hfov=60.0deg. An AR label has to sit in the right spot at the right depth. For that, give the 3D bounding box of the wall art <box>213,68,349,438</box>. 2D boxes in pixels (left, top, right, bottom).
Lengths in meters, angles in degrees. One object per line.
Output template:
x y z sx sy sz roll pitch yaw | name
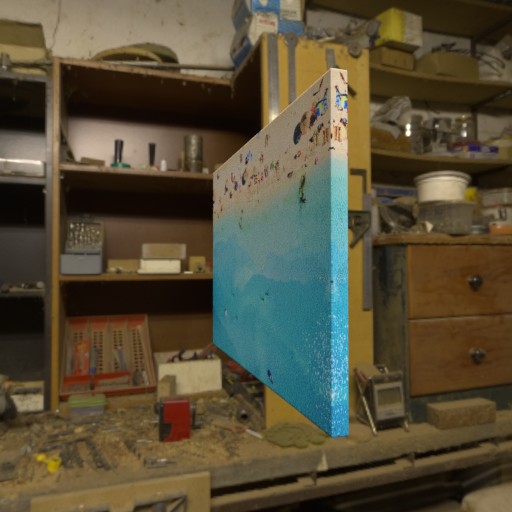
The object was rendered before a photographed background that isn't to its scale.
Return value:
0.000 0.000 1.464 0.040 0.769 1.136 0 -1 -18 | wall art
